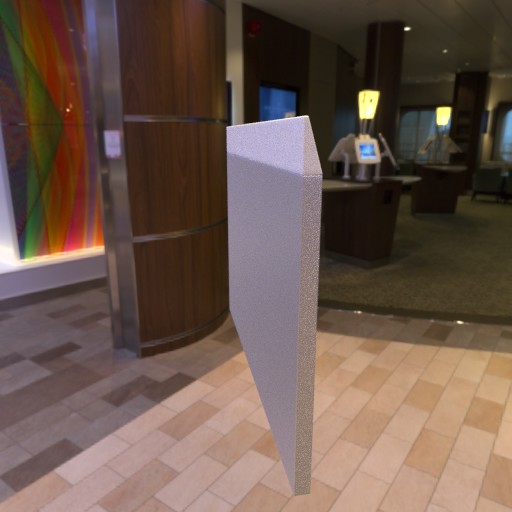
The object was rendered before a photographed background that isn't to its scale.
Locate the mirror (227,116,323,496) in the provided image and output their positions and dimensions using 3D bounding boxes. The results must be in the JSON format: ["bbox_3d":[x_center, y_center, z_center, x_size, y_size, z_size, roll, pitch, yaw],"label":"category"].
[{"bbox_3d":[0.000,0.000,1.101,0.030,0.630,0.870,-3,16,-10],"label":"mirror"}]
